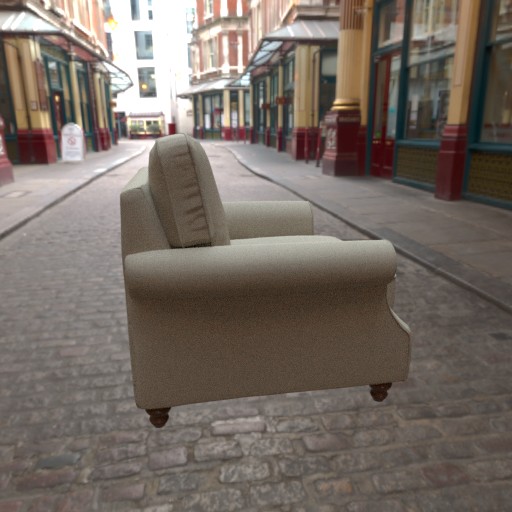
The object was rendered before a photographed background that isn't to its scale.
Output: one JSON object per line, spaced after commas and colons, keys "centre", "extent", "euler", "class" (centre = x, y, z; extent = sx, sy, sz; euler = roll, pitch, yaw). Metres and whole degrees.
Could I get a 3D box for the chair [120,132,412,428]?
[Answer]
{"centre": [0.000, 0.000, 1.801], "extent": [0.966, 0.967, 1.029], "euler": [-3, 16, -10], "class": "chair"}
